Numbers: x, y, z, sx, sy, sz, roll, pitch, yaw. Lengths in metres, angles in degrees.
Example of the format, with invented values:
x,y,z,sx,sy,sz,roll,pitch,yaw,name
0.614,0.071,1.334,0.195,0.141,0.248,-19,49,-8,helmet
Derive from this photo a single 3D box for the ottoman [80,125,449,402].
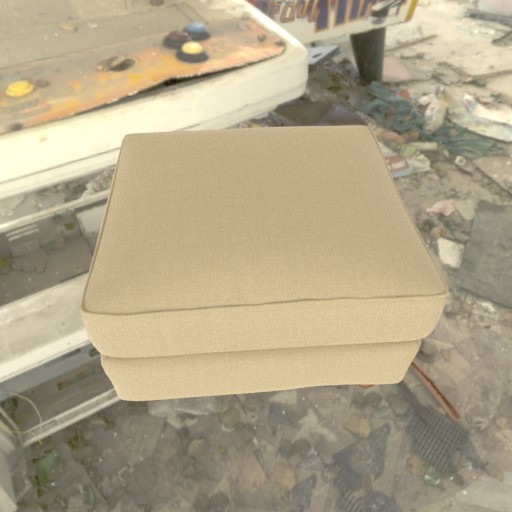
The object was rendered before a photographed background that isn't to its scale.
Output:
x,y,z,sx,sy,sz,roll,pitch,yaw,name
0.000,0.000,1.156,0.716,0.505,0.662,-3,46,-3,ottoman
